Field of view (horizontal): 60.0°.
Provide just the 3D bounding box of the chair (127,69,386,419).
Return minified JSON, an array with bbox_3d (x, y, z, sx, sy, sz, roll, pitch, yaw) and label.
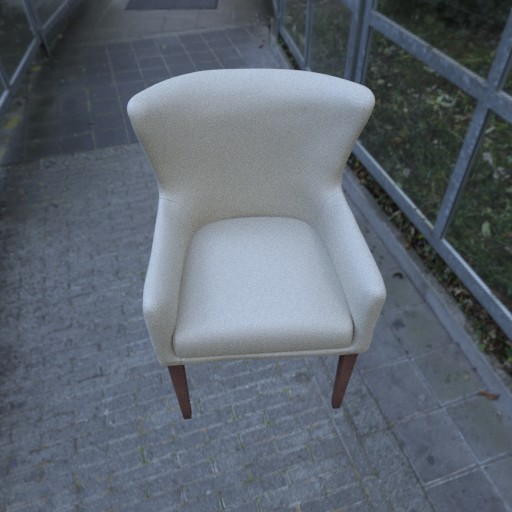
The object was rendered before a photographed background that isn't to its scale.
[{"bbox_3d":[0.000,0.000,1.416,0.660,0.952,0.686,-3,45,-3],"label":"chair"}]
